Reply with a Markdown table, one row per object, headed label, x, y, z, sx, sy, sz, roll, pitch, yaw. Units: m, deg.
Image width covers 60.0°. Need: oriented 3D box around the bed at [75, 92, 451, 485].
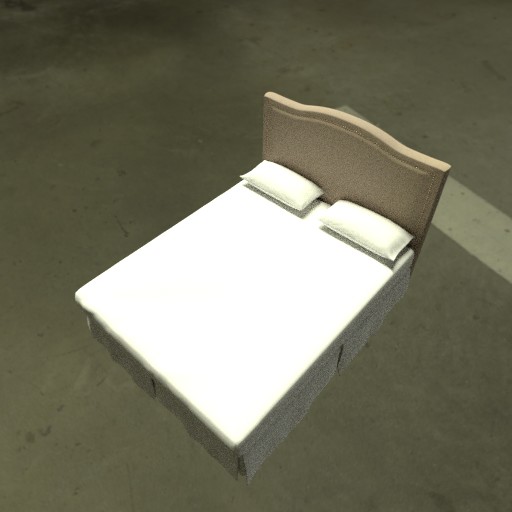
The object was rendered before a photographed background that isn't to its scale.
| label | x | y | z | sx | sy | sz | roll | pitch | yaw |
| --- | --- | --- | --- | --- | --- | --- | --- | --- | --- |
| bed | 0.000 | 0.000 | 3.396 | 1.821 | 1.436 | 2.282 | 33 | 55 | 27 |
